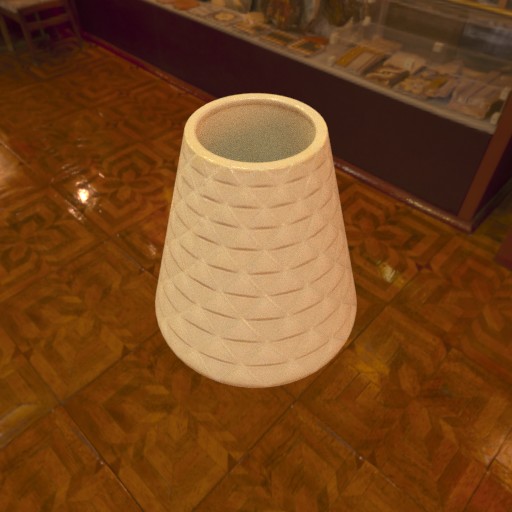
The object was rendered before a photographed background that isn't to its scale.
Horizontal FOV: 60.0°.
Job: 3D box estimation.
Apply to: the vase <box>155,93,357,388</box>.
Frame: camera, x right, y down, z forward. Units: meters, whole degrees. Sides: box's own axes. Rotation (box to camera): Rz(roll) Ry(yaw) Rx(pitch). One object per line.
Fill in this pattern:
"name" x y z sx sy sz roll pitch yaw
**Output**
"vase" 0.000 0.000 0.355 0.175 0.230 0.175 0 47 0
